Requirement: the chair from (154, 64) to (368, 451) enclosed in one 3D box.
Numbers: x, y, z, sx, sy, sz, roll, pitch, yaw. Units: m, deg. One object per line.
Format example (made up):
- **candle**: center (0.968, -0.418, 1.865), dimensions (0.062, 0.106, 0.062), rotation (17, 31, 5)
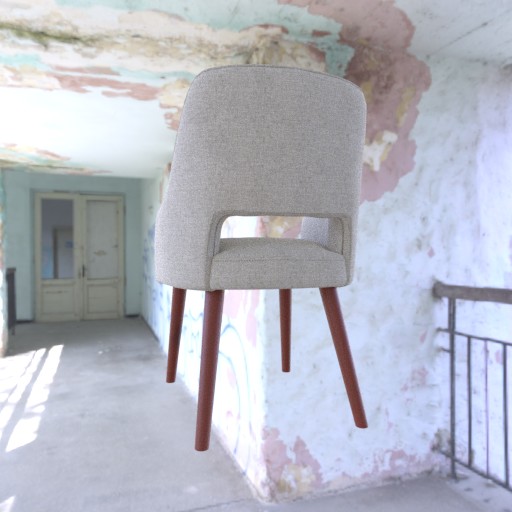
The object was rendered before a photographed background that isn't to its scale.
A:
- **chair**: center (0.000, 0.000, 1.268), dimensions (0.548, 0.849, 0.605), rotation (0, 1, -18)
